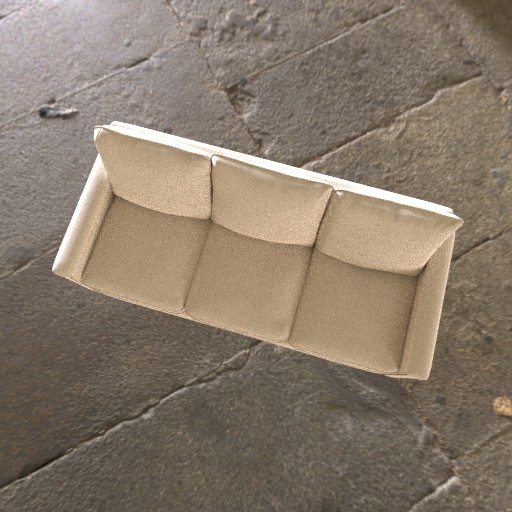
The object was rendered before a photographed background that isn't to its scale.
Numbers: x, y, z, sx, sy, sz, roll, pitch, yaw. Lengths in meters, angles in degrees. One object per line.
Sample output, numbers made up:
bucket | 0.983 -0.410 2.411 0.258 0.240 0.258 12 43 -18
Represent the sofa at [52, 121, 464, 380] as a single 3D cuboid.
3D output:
sofa | 0.000 0.000 2.384 1.925 0.961 0.828 15 76 4
